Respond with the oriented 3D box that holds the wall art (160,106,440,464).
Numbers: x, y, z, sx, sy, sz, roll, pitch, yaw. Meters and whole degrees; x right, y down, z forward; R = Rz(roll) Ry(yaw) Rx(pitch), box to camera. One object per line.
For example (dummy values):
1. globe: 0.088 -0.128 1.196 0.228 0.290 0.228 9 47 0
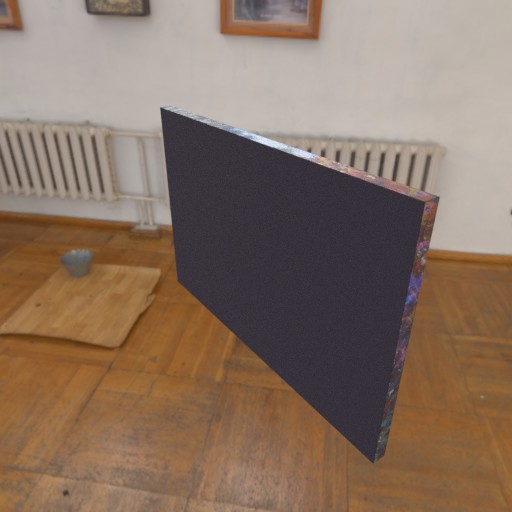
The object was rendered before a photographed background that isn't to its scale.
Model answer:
1. wall art: 0.000 0.000 1.138 0.037 0.604 0.908 -19 35 -31
